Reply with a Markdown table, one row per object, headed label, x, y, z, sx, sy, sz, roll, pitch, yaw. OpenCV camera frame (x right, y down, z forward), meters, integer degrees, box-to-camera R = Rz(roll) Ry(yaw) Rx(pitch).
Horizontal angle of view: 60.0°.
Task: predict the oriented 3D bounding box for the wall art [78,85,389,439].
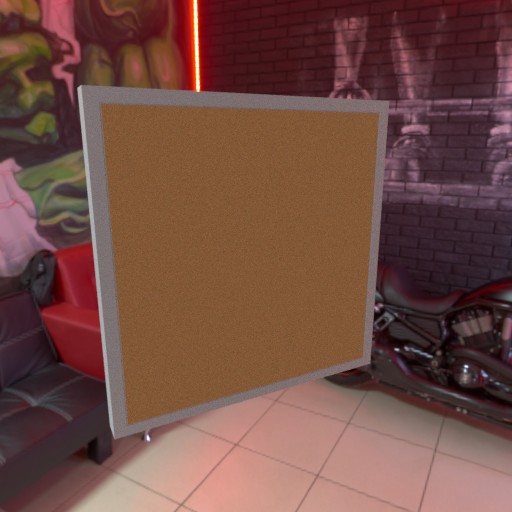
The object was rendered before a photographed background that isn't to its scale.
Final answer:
| label | x | y | z | sx | sy | sz | roll | pitch | yaw |
| --- | --- | --- | --- | --- | --- | --- | --- | --- | --- |
| wall art | 0.000 | 0.000 | 0.740 | 0.506 | 0.506 | 0.038 | -8 | 17 | -27 |
